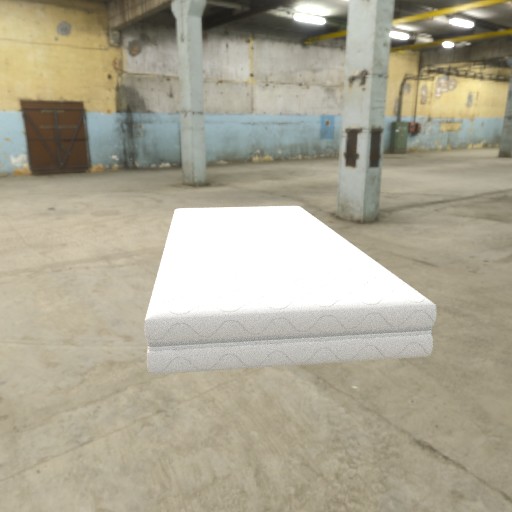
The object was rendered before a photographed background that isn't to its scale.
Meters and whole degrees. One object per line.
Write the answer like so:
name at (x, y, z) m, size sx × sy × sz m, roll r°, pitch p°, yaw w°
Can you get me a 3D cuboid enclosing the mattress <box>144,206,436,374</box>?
mattress at (0.000, 0.000, 2.253) m, size 0.900 × 0.200 × 1.900 m, roll -2°, pitch 16°, yaw -7°
